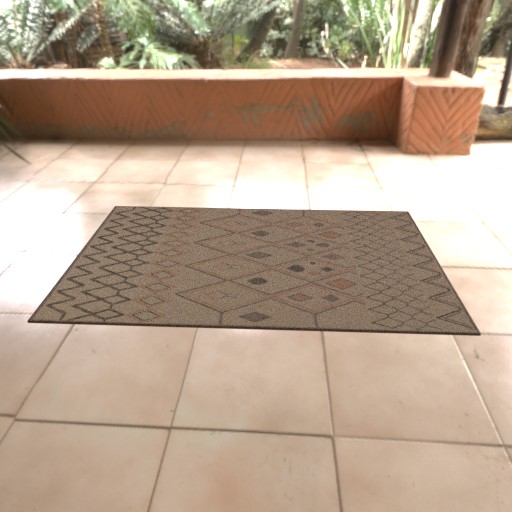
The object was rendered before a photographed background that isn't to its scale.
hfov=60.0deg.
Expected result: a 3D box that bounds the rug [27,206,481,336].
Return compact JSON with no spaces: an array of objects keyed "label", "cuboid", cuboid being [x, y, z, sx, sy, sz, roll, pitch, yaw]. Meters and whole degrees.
[{"label":"rug","cuboid":[0.000,0.000,3.027,2.438,0.015,1.524,1,31,2]}]
